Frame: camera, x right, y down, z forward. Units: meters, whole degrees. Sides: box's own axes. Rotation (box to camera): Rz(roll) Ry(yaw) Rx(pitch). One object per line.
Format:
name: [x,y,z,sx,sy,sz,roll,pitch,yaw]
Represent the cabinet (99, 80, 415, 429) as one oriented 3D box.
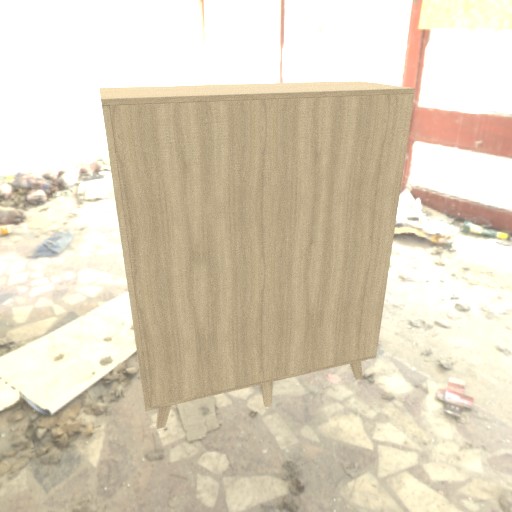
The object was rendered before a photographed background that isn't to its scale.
cabinet: [0.000,0.000,1.951,1.111,1.388,0.398,-8,27,-17]
